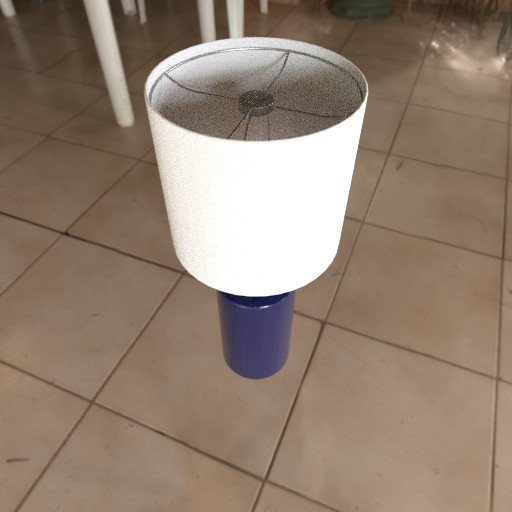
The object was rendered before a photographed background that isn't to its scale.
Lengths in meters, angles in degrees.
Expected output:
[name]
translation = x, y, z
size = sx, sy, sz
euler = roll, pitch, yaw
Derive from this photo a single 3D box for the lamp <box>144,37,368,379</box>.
[lamp]
translation = 0.000, 0.000, 0.604
size = 0.212, 0.493, 0.212
euler = 16, 49, 14
